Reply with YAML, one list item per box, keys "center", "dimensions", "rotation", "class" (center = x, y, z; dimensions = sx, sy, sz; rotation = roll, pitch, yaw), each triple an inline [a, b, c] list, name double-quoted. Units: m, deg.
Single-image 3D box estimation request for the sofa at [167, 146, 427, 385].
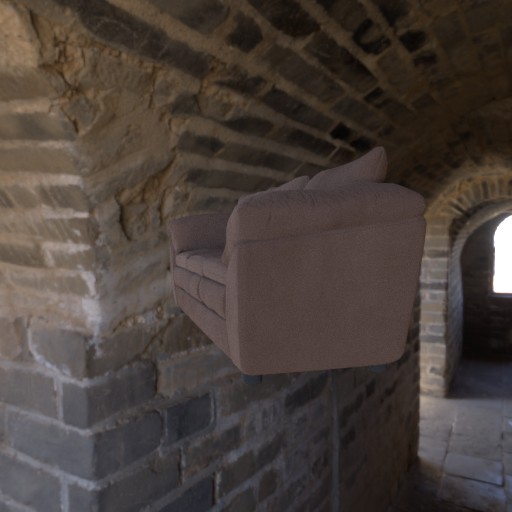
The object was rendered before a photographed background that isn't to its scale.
- center: [0.000, 0.000, 2.876]
  dimensions: [0.878, 1.015, 2.336]
  rotation: [-1, 2, -18]
  class: "sofa"
